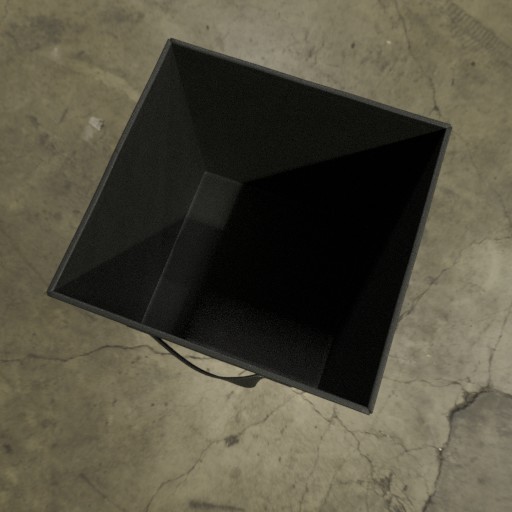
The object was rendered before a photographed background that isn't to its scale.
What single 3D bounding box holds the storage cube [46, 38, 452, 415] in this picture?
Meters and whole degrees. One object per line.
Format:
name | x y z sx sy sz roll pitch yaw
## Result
storage cube | 0.000 0.000 0.496 0.270 0.280 0.270 19 77 5
